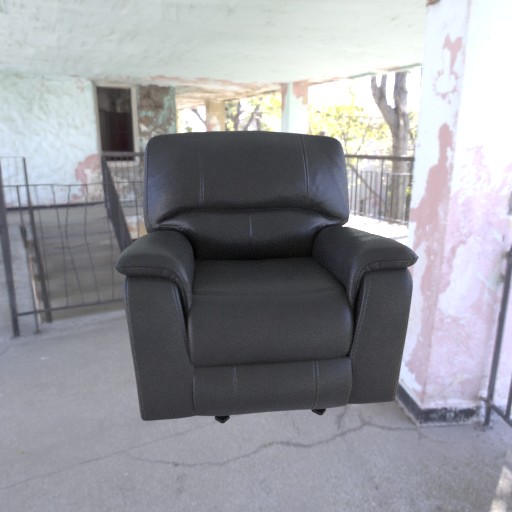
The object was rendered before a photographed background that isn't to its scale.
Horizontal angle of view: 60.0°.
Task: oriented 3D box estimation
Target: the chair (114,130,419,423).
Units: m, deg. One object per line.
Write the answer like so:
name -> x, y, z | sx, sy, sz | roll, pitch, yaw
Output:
chair -> 0.000, 0.000, 2.001 | 1.096, 1.109, 1.087 | -2, 15, -7
